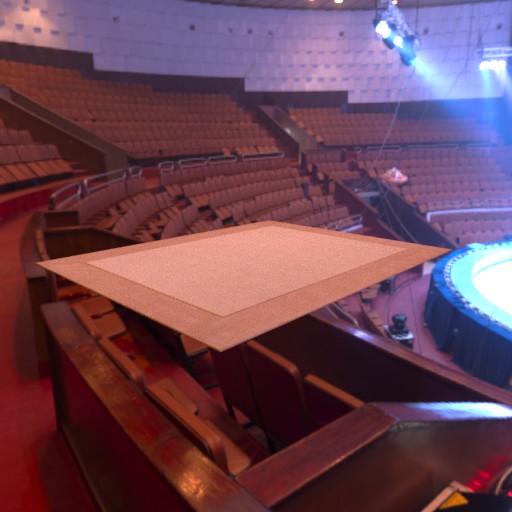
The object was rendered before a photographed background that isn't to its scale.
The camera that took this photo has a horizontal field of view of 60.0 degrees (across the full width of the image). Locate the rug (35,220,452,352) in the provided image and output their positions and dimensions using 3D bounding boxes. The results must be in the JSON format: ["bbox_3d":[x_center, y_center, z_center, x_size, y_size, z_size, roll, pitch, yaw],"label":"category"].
[{"bbox_3d":[0.000,0.000,4.130,2.438,0.014,3.048,13,20,42],"label":"rug"}]
